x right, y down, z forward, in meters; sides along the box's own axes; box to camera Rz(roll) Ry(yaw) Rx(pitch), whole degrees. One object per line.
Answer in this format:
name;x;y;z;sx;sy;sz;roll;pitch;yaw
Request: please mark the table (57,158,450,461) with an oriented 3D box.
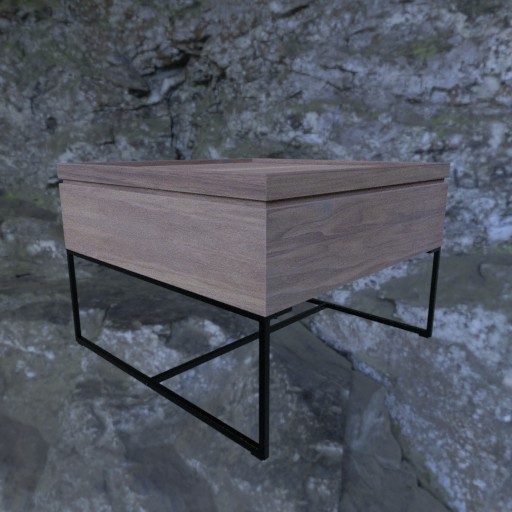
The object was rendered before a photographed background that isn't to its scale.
table;0.000;0.000;1.130;0.676;0.464;0.679;13;19;42
